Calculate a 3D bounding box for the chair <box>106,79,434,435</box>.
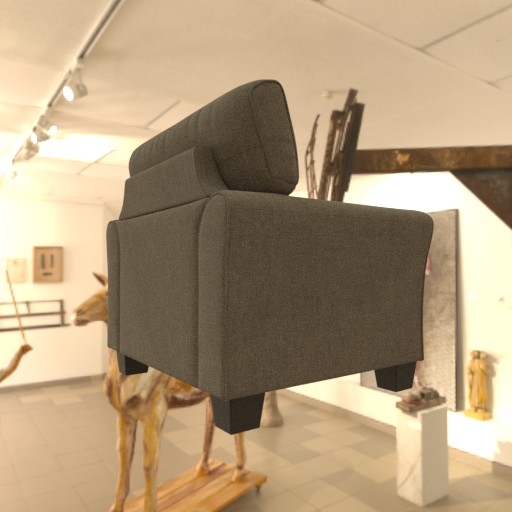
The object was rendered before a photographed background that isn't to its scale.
[{"bbox_3d":[0.000,0.000,1.610,0.816,0.890,0.941,1,-2,-36],"label":"chair"}]
